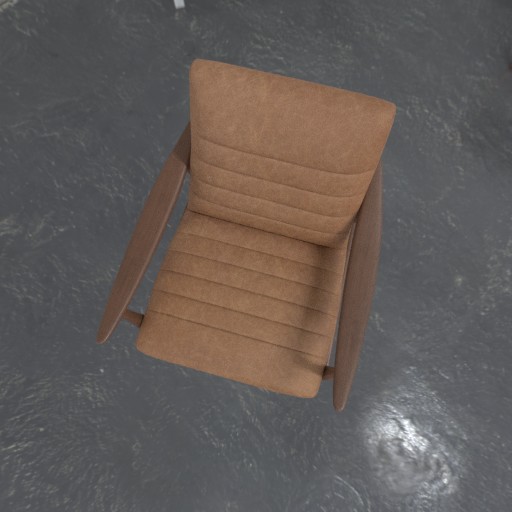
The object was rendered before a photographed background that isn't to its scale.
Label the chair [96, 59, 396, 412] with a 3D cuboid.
[{"bbox_3d":[0.000,0.000,1.455,0.741,0.832,0.798,15,75,4],"label":"chair"}]
